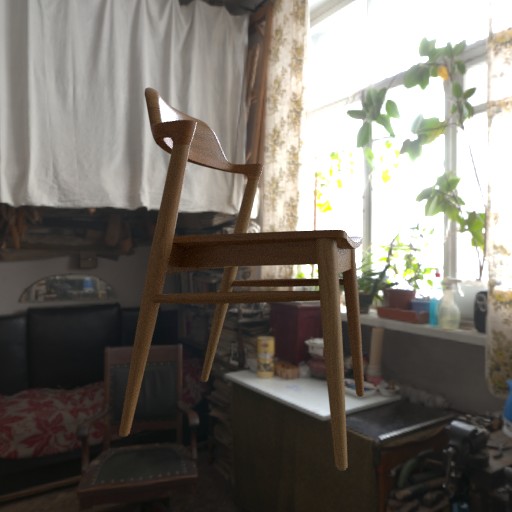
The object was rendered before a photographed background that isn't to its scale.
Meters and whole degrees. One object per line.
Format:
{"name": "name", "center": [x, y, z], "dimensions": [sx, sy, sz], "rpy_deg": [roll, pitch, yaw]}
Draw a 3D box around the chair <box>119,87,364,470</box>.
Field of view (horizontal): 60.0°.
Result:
{"name": "chair", "center": [0.000, 0.000, 1.108], "dimensions": [0.499, 0.792, 0.512], "rpy_deg": [0, 1, 18]}
